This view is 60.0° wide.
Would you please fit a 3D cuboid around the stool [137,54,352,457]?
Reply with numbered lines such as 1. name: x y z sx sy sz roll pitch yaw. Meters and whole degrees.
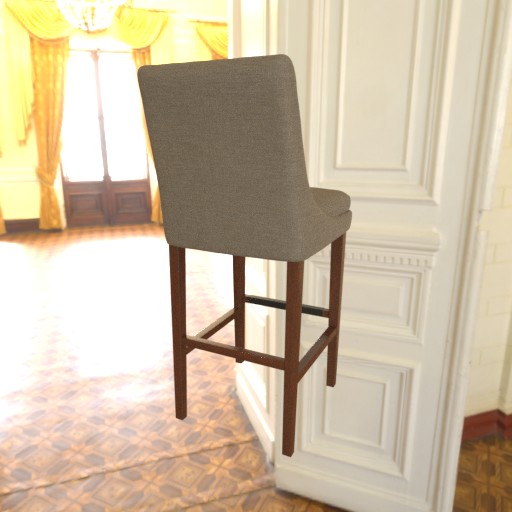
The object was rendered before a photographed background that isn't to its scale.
1. stool: 0.000 0.000 1.395 0.470 1.078 0.577 8 17 26
